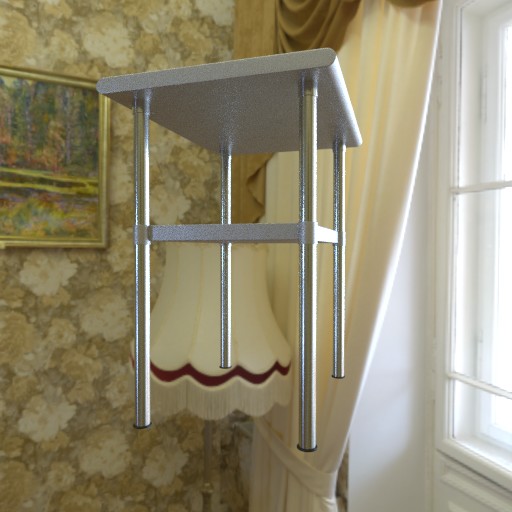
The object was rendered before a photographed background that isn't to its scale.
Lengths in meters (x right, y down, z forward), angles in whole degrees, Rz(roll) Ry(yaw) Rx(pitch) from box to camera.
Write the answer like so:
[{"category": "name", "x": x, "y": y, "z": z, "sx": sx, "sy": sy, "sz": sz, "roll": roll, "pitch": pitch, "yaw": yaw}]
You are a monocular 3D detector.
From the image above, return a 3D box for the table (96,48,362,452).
[{"category": "table", "x": 0.000, "y": 0.000, "z": 1.368, "sx": 0.584, "sy": 0.876, "sz": 0.762, "roll": 0, "pitch": 1, "yaw": 17}]
